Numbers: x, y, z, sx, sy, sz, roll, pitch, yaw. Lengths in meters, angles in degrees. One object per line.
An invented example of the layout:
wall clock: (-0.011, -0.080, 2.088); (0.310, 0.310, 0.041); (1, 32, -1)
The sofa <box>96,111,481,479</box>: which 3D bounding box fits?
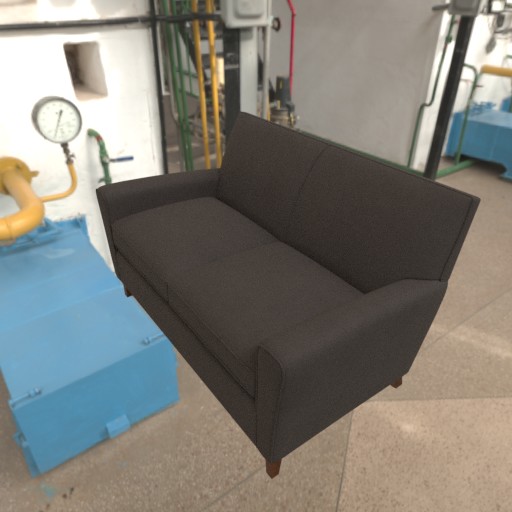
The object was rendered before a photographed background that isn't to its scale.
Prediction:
sofa: (0.000, 0.000, 1.925); (0.871, 0.846, 1.420); (-21, 38, -30)
